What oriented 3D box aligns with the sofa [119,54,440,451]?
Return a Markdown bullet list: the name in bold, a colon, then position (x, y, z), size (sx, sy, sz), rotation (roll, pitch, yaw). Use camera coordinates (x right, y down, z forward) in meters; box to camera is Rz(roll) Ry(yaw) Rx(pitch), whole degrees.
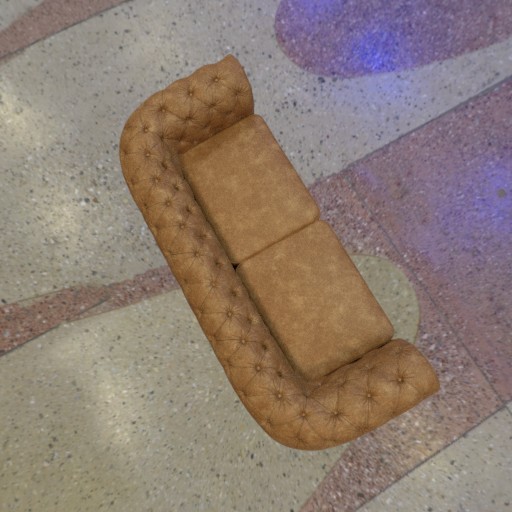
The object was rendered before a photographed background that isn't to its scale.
- **sofa**: position (0.000, 0.000, 2.804), size (0.989, 0.760, 2.365), rotation (-29, 78, -6)
